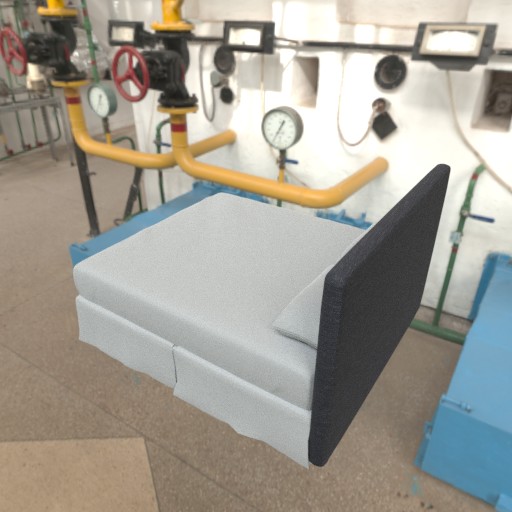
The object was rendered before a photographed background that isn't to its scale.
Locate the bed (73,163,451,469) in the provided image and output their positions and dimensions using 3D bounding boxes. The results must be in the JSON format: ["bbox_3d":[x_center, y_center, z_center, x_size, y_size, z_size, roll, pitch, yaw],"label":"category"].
[{"bbox_3d":[0.000,0.000,3.303,2.142,1.330,1.884,19,35,29],"label":"bed"}]
